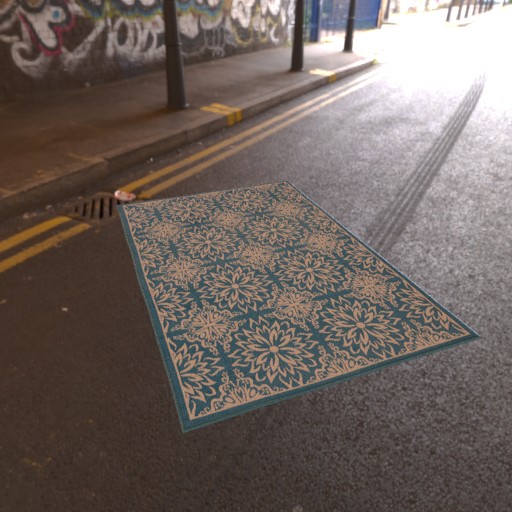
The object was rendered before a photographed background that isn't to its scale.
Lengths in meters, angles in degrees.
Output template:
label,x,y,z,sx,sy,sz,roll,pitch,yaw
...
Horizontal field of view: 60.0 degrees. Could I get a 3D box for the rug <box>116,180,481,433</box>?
label,x,y,z,sx,sy,sz,roll,pitch,yaw
rug,0.000,0.000,2.305,1.211,0.012,1.833,-11,33,-18
